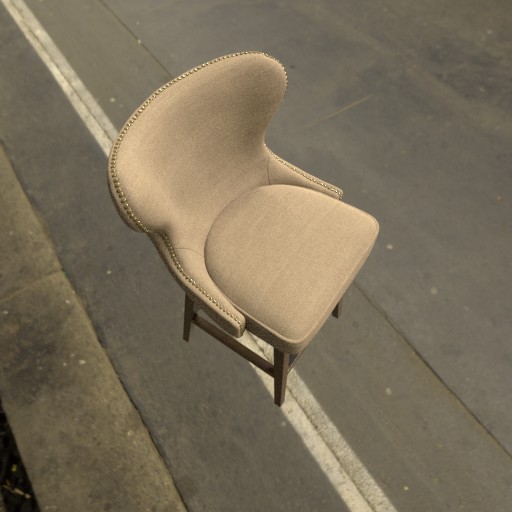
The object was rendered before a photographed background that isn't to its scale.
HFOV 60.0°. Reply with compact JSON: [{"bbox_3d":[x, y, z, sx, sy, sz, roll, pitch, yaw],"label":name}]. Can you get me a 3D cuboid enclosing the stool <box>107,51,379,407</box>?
[{"bbox_3d":[0.000,0.000,1.376,0.597,0.972,0.615,30,62,18],"label":"stool"}]
